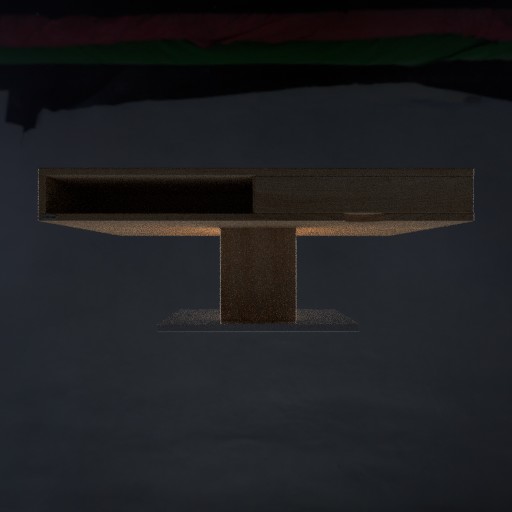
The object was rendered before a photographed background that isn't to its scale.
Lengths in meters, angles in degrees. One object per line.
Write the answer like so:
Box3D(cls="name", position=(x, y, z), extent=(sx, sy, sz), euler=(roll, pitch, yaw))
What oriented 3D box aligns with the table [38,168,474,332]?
Box3D(cls="table", position=(0.000, 0.000, 1.466), extent=(1.100, 0.440, 0.700), euler=(0, 0, 0))
